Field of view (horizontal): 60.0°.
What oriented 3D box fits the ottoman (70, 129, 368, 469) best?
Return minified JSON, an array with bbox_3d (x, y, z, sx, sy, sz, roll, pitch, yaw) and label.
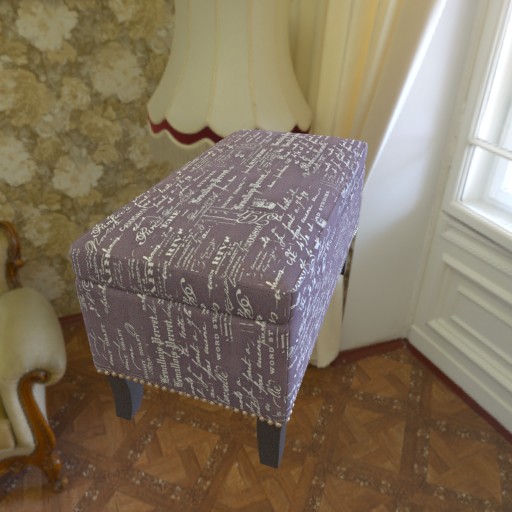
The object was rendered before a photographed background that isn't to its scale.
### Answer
[{"bbox_3d":[0.000,0.000,1.104,0.406,0.457,0.813,10,32,17],"label":"ottoman"}]
